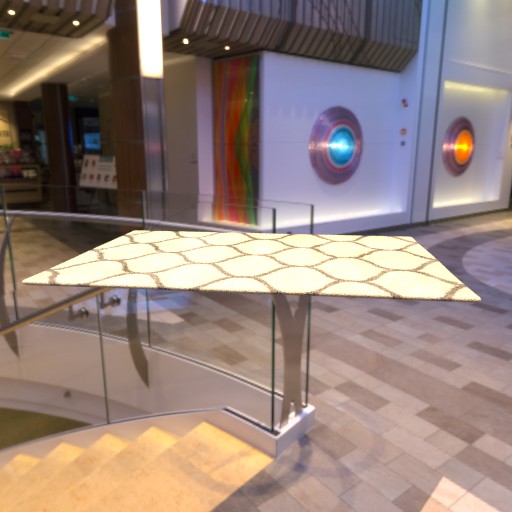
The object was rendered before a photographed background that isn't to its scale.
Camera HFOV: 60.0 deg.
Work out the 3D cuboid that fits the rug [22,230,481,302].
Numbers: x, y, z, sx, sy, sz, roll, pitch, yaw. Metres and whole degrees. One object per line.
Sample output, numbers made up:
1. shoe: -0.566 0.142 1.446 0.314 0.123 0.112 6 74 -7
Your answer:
1. rug: 0.000 0.000 3.435 2.701 0.026 1.801 2 14 7
